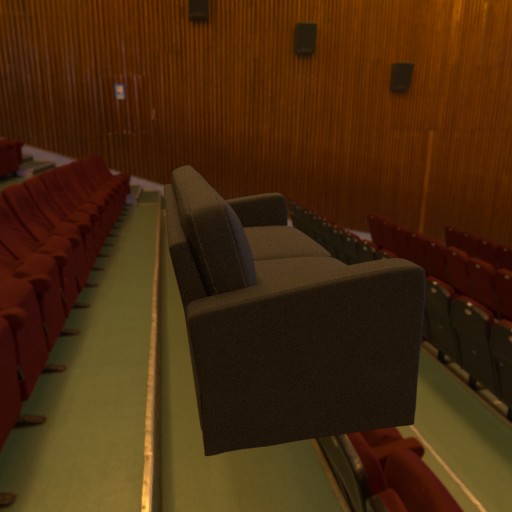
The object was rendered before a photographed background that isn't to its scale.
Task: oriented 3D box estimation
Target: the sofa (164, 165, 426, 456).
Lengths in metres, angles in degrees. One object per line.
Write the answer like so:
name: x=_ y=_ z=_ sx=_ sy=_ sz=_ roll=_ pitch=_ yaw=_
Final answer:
sofa: x=0.000 y=0.000 z=2.310 sx=0.898 sy=0.839 sz=1.852 roll=-3 pitch=16 yaw=-11
